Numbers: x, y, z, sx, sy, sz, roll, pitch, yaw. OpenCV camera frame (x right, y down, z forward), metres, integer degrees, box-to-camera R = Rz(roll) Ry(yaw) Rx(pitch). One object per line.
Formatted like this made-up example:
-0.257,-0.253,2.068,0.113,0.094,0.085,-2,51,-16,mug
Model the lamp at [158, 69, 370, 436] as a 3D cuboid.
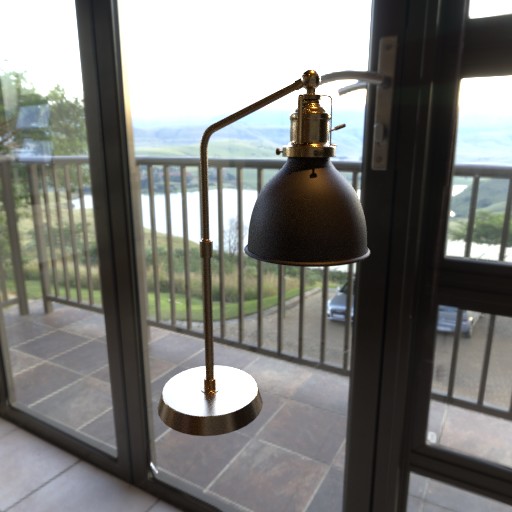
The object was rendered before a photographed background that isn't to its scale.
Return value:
0.000,0.000,0.585,0.291,0.456,0.160,3,15,12,lamp
